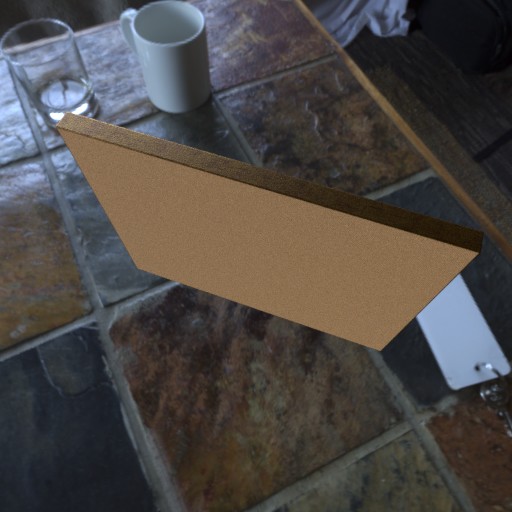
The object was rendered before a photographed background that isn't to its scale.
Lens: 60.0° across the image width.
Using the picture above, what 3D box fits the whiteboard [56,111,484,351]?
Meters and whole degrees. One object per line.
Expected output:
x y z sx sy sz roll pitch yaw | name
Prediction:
0.000 0.000 0.764 0.561 0.457 0.029 18 65 9 | whiteboard
